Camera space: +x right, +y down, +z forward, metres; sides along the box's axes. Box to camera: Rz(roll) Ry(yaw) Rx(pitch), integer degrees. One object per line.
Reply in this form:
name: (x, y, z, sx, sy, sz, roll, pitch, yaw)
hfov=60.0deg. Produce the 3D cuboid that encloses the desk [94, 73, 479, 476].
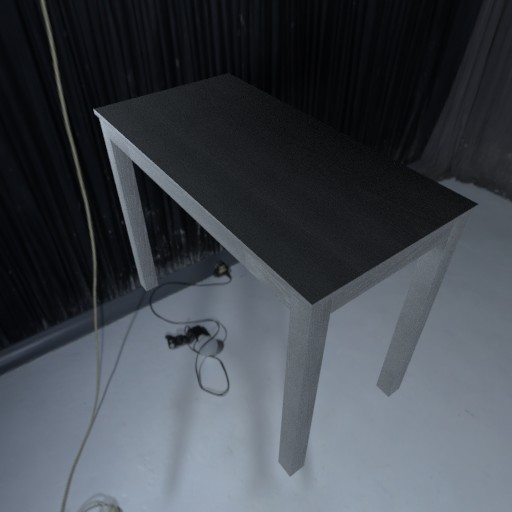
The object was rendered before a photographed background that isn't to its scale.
desk: (0.000, 0.000, 1.426, 0.499, 0.762, 0.991, -27, 49, -26)
